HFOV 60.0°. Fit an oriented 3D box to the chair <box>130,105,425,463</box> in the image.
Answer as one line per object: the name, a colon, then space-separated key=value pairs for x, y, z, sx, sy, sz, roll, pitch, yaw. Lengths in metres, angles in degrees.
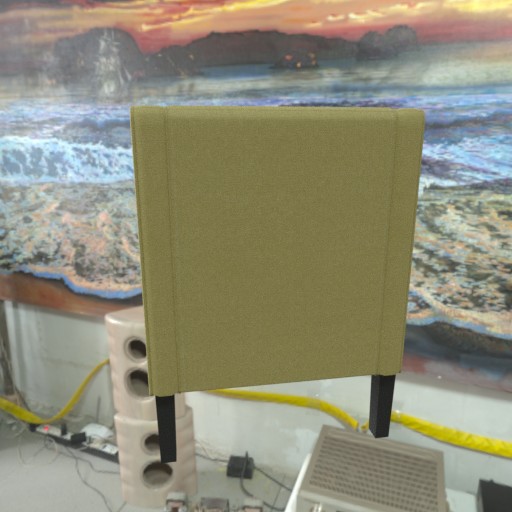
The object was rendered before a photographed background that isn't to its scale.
chair: x=0.000 y=0.000 z=1.469 sx=0.696 sy=0.896 sz=0.814 roll=-3 pitch=15 yaw=-9
